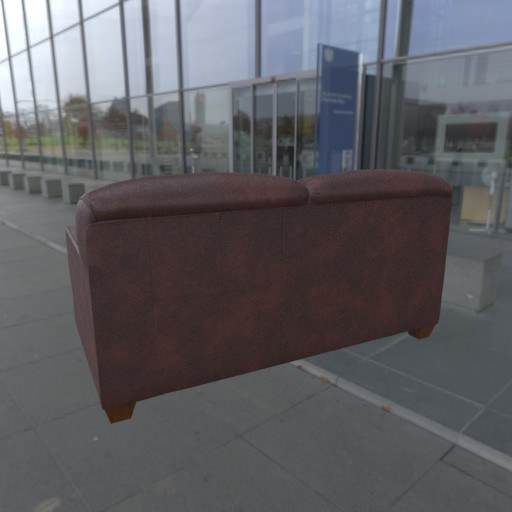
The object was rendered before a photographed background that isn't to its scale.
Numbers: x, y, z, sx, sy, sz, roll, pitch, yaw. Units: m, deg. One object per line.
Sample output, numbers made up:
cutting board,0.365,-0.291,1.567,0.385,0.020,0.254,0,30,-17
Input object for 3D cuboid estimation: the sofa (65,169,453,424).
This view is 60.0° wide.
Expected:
sofa,0.000,0.000,2.410,1.856,0.966,1.000,-7,16,-26
